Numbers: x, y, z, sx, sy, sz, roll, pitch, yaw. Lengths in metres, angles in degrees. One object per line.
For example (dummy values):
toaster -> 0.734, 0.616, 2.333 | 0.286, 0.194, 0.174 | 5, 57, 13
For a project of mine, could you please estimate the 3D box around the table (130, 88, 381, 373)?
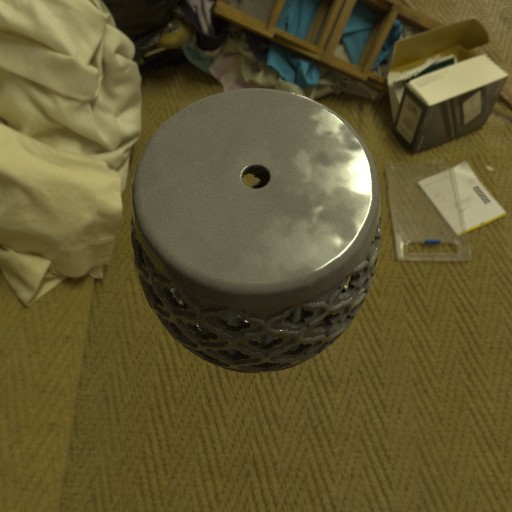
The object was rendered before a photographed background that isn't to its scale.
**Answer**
table -> 0.000, 0.000, 0.638 | 0.325, 0.388, 0.325 | 0, 65, 0
